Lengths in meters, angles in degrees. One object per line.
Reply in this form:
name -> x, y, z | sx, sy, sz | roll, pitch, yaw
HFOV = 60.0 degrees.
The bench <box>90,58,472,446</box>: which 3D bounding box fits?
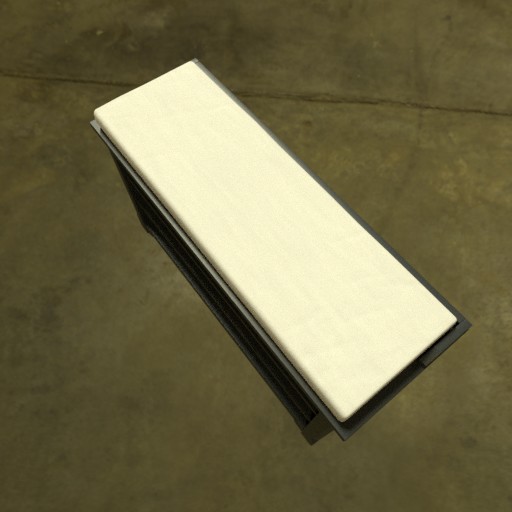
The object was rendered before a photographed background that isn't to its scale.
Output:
bench -> 0.000, 0.000, 1.224 | 0.345, 0.561, 0.973 | -35, 68, -16
